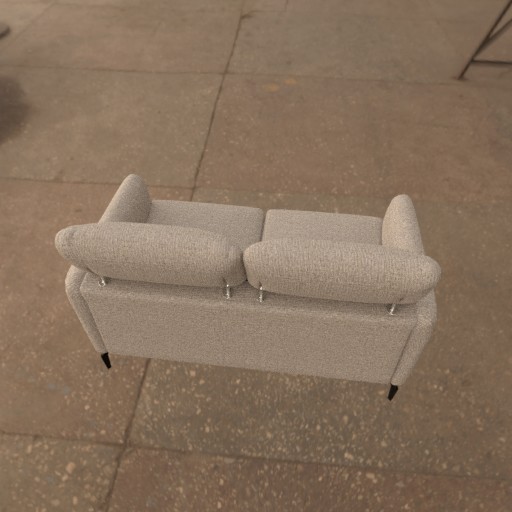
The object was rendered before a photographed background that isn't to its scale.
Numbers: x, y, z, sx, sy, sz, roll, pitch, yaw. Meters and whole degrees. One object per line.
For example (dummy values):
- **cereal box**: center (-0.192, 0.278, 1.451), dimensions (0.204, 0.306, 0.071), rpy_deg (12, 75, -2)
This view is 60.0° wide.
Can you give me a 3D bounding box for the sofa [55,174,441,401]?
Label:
- **sofa**: center (0.000, 0.000, 2.117), dimensions (1.540, 0.950, 0.905), rpy_deg (5, 47, 5)
